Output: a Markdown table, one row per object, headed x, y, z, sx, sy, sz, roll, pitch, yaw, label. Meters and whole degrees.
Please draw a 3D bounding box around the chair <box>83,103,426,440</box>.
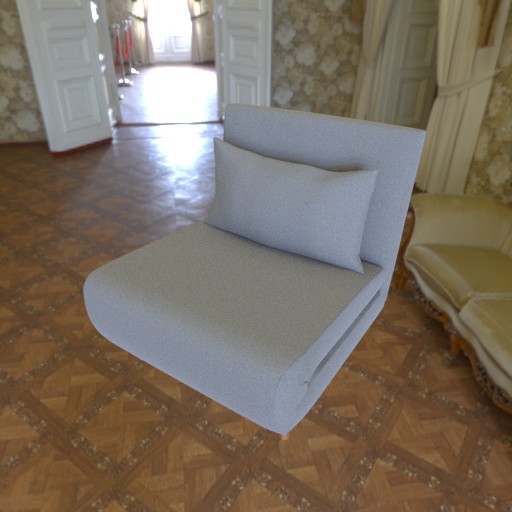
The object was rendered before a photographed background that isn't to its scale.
| x | y | z | sx | sy | sz | roll | pitch | yaw | label |
| --- | --- | --- | --- | --- | --- | --- | --- | --- | --- |
| 0.000 | 0.000 | 1.502 | 0.770 | 0.808 | 0.902 | 19 | 35 | 29 | chair |
